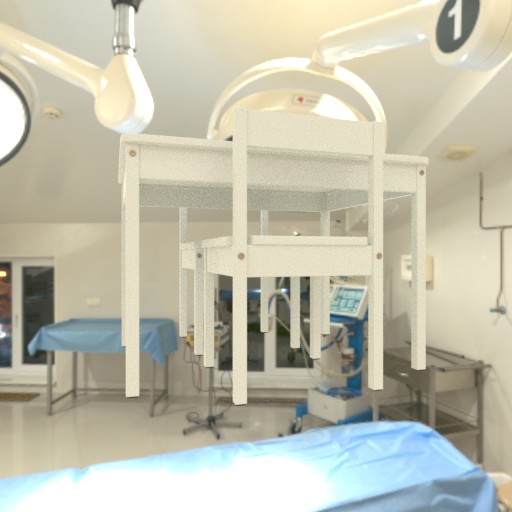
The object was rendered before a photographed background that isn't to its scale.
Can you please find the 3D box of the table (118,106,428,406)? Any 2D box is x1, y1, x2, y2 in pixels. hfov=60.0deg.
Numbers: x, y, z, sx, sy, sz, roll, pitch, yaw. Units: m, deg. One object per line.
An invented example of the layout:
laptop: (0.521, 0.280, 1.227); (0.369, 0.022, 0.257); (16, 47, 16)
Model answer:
table: (0.000, 0.000, 1.102); (0.650, 0.503, 0.672); (0, 0, -18)
